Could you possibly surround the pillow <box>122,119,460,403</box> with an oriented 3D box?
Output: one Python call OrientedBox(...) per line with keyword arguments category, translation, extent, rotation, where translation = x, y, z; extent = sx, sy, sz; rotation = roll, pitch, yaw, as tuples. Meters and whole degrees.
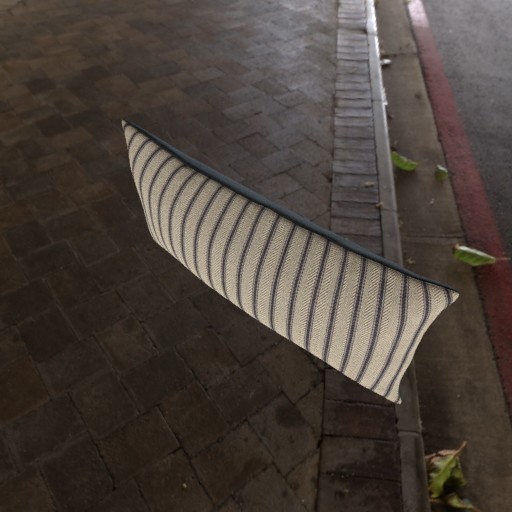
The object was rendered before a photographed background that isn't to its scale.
OrientedBox(category="pillow", translation=(0.000, 0.000, 0.745), extent=(0.609, 0.305, 0.151), rotation=(32, 55, 26))
